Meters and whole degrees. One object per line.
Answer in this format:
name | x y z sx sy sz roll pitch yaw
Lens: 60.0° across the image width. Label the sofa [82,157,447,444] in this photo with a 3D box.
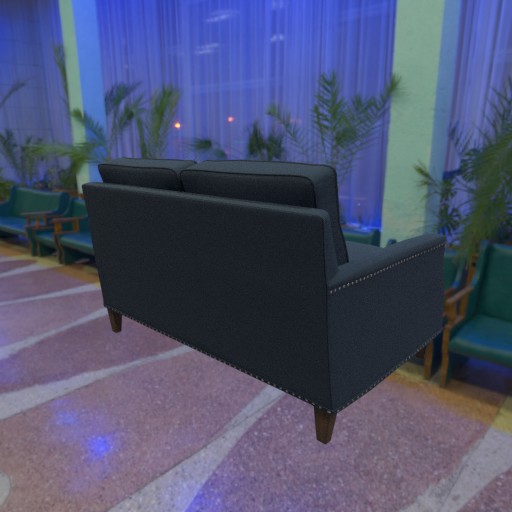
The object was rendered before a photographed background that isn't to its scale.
sofa | 0.000 0.000 2.278 1.597 1.003 1.084 13 20 41
